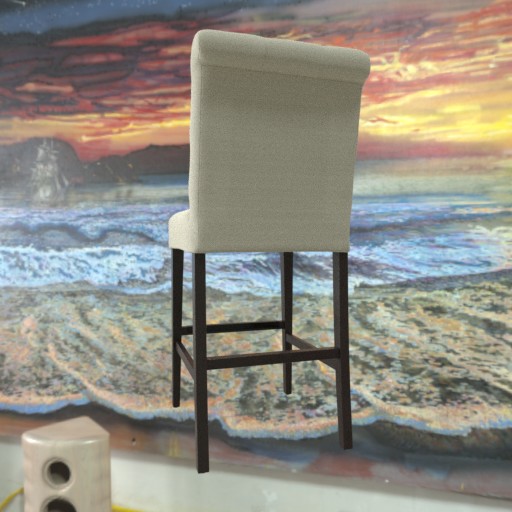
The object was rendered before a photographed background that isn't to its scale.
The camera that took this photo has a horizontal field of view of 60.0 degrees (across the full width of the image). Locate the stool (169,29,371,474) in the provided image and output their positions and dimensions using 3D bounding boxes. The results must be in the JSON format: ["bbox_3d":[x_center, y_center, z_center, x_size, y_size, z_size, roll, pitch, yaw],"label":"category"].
[{"bbox_3d":[0.000,0.000,1.401,0.482,1.118,0.610,-1,2,-18],"label":"stool"}]
